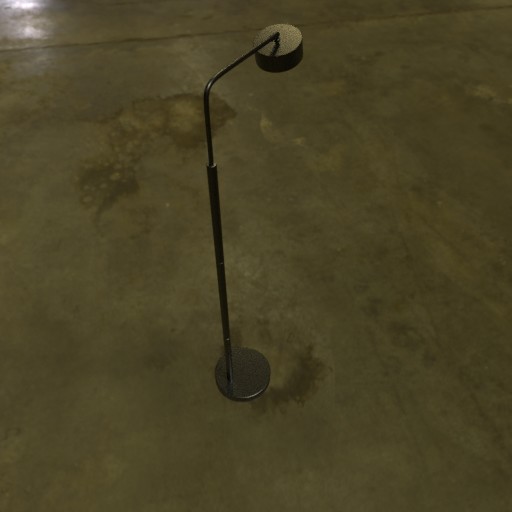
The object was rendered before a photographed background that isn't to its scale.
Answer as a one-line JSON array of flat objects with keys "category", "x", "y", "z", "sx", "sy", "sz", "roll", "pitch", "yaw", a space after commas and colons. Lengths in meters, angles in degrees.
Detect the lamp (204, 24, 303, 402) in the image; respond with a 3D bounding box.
[{"category": "lamp", "x": 0.000, "y": 0.000, "z": 1.381, "sx": 0.219, "sy": 1.230, "sz": 0.418, "roll": 25, "pitch": 52, "yaw": 21}]
